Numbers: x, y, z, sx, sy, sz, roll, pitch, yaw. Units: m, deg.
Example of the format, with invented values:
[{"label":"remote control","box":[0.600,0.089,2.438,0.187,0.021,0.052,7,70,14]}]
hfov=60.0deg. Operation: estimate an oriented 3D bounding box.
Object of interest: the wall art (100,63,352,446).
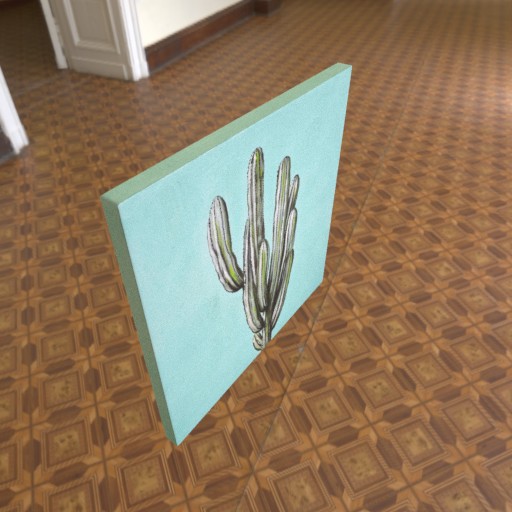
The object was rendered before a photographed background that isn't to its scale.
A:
[{"label":"wall art","box":[0.000,0.000,1.612,0.070,1.073,1.071,25,47,26]}]
